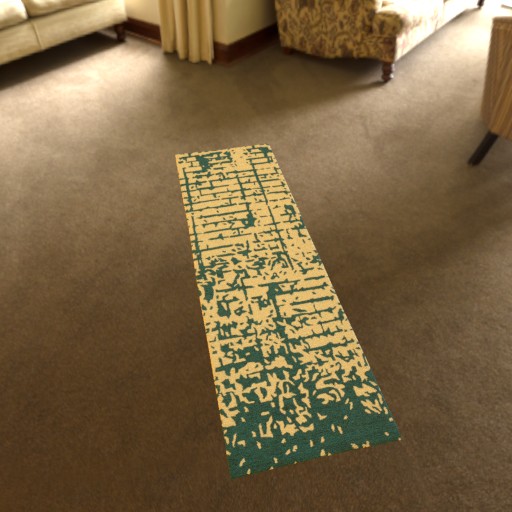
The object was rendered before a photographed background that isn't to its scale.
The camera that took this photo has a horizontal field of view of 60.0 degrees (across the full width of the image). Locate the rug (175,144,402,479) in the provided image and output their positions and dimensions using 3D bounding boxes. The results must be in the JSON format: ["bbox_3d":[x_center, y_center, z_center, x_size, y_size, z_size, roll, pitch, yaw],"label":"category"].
[{"bbox_3d":[0.000,0.000,2.683,0.750,0.011,2.435,-9,46,-9],"label":"rug"}]
